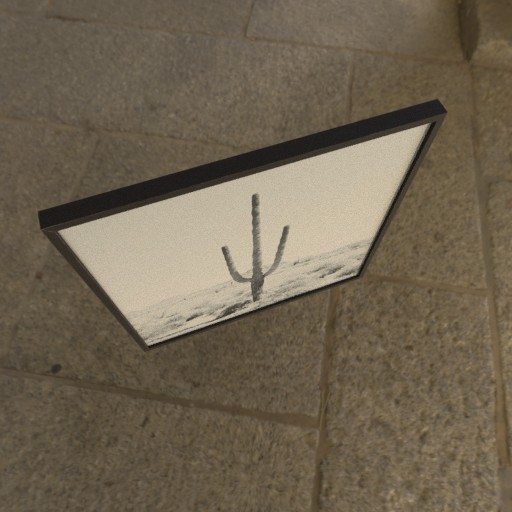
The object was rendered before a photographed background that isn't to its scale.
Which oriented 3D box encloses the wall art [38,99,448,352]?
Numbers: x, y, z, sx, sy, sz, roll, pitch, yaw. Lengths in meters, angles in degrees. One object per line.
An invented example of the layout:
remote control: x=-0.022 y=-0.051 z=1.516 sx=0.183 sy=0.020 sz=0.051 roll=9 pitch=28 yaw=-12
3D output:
wall art: x=0.000 y=0.000 z=1.130 sx=0.762 sy=0.762 sz=0.038 roll=-18 pitch=64 yaw=-9
